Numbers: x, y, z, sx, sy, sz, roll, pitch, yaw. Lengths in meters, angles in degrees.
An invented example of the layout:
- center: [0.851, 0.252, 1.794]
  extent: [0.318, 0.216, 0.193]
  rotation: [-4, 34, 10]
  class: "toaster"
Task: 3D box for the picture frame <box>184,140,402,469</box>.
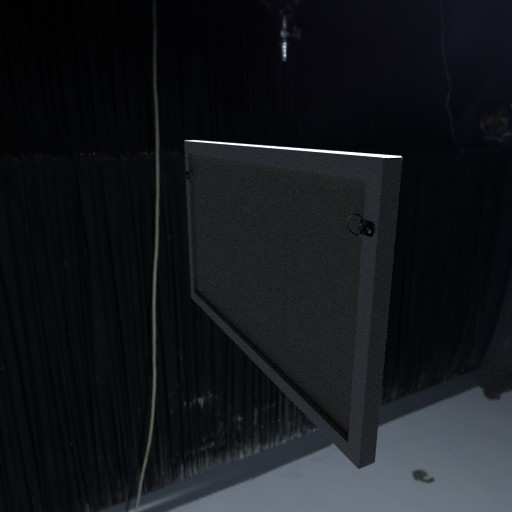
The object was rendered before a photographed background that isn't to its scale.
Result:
- center: [0.000, 0.000, 0.782]
  extent: [0.044, 0.379, 0.647]
  rotation: [-8, 18, -25]
  class: "picture frame"
